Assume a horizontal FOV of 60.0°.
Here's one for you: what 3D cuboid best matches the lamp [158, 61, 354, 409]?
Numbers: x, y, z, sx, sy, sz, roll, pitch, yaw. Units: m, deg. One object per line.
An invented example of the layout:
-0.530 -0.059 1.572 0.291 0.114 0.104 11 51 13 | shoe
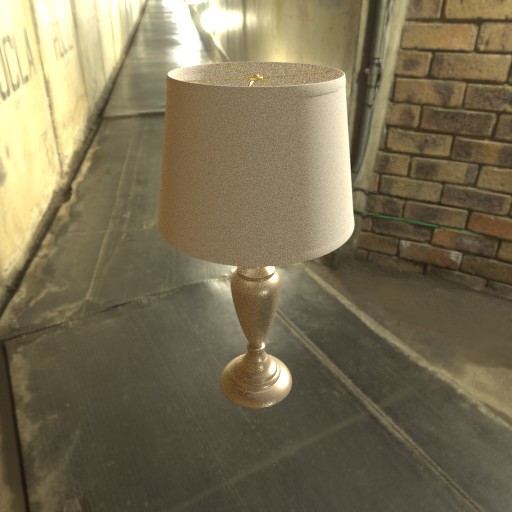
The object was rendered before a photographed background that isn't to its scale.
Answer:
0.000 0.000 0.792 0.328 0.612 0.328 0 30 0 | lamp
